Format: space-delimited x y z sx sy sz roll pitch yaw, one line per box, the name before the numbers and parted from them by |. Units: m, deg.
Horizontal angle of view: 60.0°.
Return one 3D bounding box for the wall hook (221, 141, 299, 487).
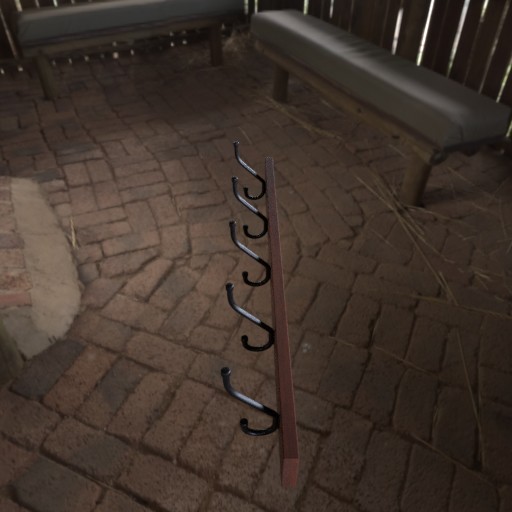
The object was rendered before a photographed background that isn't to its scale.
wall hook | 0.000 0.000 0.619 0.071 0.117 0.571 -1 40 -1
